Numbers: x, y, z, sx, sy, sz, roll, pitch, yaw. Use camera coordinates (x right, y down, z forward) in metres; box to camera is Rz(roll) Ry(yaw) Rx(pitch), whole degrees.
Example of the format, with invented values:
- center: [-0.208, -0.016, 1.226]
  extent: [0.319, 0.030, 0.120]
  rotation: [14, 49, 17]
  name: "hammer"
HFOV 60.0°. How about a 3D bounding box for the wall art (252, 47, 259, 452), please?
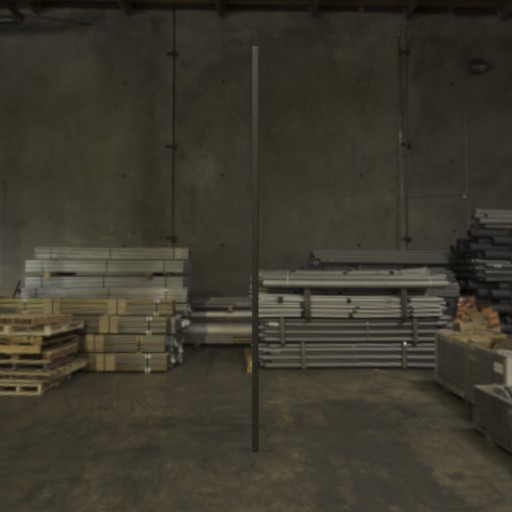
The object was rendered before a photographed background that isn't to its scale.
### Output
- center: [0.000, 0.000, 1.478]
  extent: [0.013, 0.811, 1.192]
  rotation: [0, -2, 0]
  name: "wall art"
